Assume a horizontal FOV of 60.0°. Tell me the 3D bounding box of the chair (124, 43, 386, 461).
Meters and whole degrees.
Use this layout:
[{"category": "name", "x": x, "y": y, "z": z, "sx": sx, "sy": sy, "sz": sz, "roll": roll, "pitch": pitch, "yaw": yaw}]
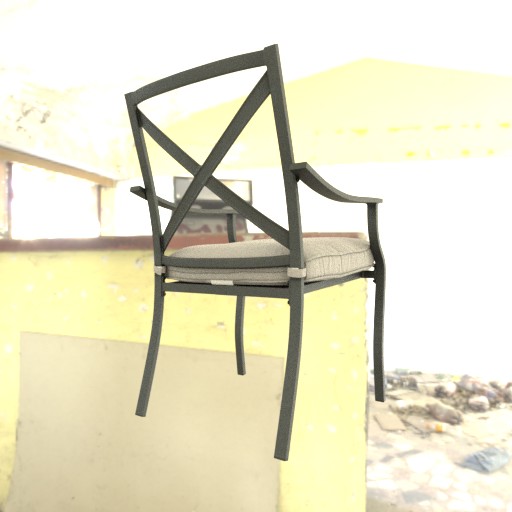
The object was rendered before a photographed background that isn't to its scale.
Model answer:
[{"category": "chair", "x": 0.000, "y": 0.000, "z": 1.283, "sx": 0.575, "sy": 0.889, "sz": 0.620, "roll": 0, "pitch": 0, "yaw": 35}]
